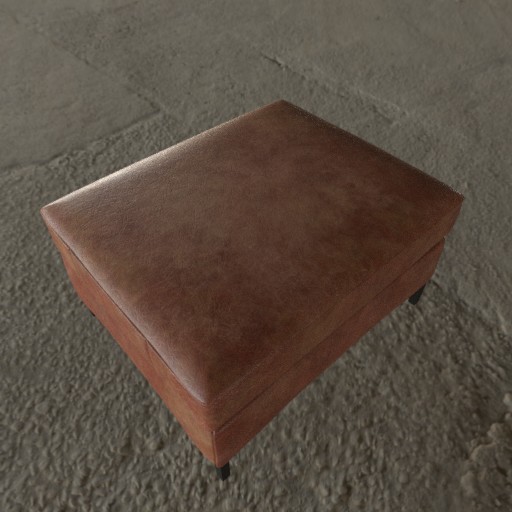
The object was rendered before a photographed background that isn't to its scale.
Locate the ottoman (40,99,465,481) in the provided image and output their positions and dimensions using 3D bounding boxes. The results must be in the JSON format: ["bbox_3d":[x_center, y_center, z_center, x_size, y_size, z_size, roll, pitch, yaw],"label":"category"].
[{"bbox_3d":[0.000,0.000,1.738,1.186,0.667,0.965,-33,55,-27],"label":"ottoman"}]
